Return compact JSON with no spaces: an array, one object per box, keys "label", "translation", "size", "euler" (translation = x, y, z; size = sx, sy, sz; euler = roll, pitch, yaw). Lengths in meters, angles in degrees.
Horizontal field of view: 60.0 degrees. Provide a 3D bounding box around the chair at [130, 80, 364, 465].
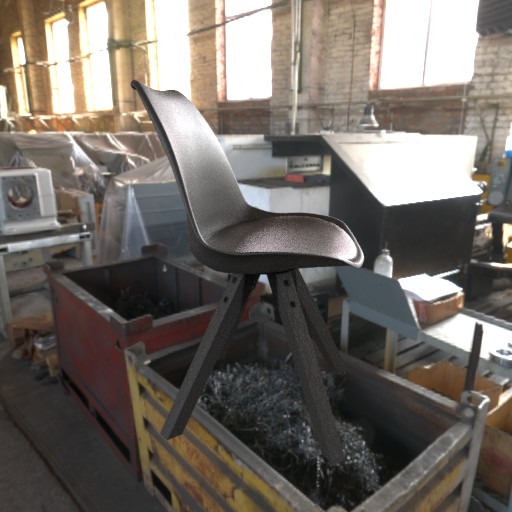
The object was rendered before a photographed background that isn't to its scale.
[{"label":"chair","translation":[0.000,0.000,1.161],"size":[0.550,0.850,0.485],"euler":[3,16,11]}]
